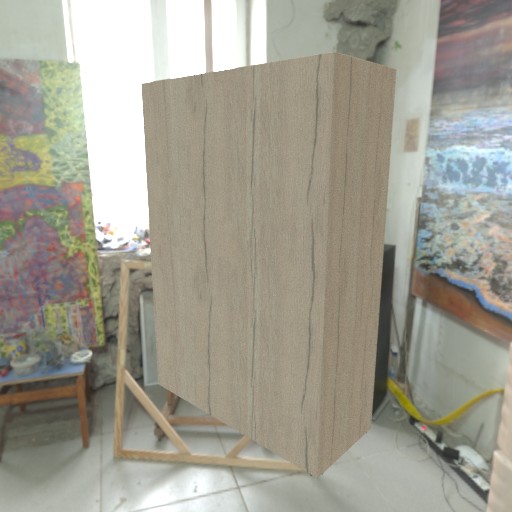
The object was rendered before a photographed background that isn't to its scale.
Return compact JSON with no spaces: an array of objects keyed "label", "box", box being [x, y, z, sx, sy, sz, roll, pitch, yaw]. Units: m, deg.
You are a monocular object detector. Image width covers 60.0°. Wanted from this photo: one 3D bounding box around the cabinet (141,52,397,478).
[{"label":"cabinet","box":[0.000,0.000,2.735,1.400,2.070,0.580,12,19,41]}]
